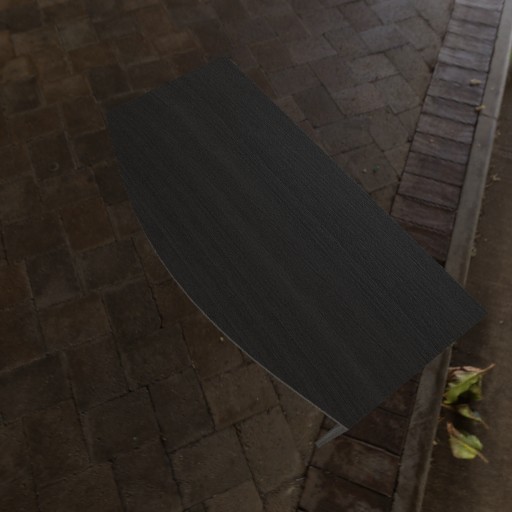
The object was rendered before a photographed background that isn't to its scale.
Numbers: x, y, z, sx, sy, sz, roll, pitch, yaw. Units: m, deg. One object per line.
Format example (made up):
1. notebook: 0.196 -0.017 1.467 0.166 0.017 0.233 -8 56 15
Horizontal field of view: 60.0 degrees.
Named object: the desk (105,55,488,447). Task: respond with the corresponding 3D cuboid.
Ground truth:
1. desk: 0.000 0.000 2.034 0.802 0.750 1.600 -33 67 -16
